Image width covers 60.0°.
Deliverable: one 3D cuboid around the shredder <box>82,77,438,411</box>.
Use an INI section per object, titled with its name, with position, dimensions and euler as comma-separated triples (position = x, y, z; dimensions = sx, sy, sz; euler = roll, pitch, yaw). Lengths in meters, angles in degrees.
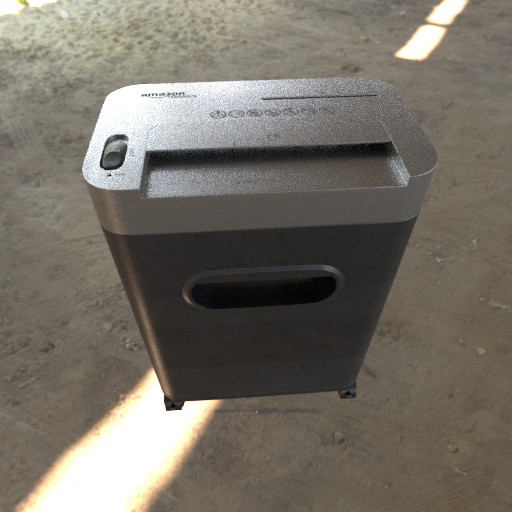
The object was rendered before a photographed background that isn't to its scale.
[shredder]
position = 0.000, 0.000, 0.593
dimensions = 0.311, 0.419, 0.237
euler = -3, 46, -3
